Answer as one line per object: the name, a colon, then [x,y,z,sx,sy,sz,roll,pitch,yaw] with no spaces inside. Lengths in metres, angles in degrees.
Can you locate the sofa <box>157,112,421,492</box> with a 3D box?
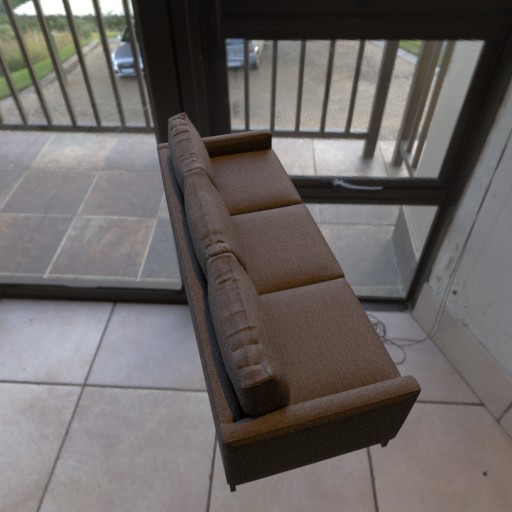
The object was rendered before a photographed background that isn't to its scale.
sofa: [0.000,0.000,2.636,0.876,0.882,2.253,-11,46,-11]
